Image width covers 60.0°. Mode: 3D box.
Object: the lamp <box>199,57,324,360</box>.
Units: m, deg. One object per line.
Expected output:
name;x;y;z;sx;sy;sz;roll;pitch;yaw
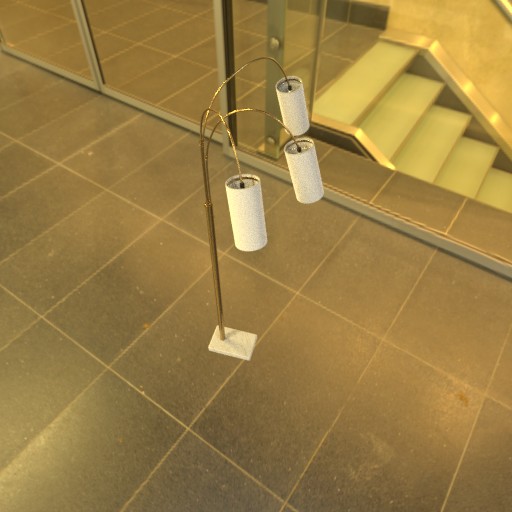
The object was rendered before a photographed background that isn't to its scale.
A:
lamp;0.000;0.000;2.553;0.667;2.055;1.020;12;49;10
